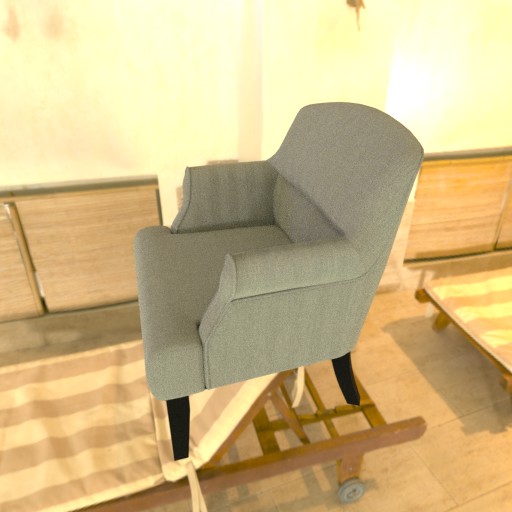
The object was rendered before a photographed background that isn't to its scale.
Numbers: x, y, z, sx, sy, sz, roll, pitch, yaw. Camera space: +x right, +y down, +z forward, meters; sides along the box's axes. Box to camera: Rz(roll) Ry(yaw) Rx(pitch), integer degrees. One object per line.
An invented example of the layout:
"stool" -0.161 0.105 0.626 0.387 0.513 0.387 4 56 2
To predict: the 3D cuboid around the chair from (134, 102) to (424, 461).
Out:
"chair" 0.000 0.000 1.413 0.755 0.880 0.772 -8 30 -14
